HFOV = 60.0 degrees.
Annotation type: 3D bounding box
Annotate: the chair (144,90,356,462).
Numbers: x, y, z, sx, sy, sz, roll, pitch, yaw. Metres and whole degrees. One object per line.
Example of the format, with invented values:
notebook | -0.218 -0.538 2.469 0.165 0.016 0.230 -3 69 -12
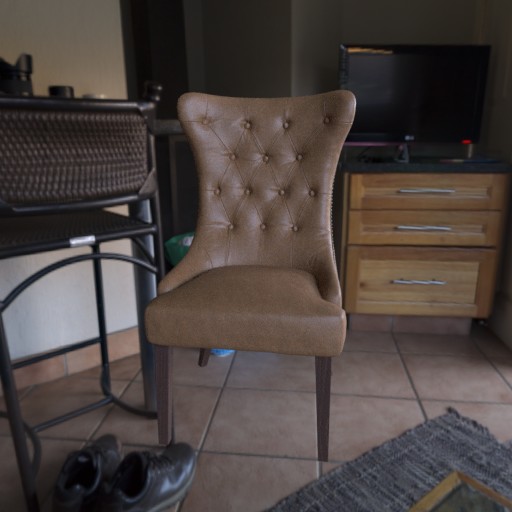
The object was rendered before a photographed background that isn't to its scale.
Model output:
chair | 0.000 0.000 1.459 0.611 1.065 0.669 2 15 8
